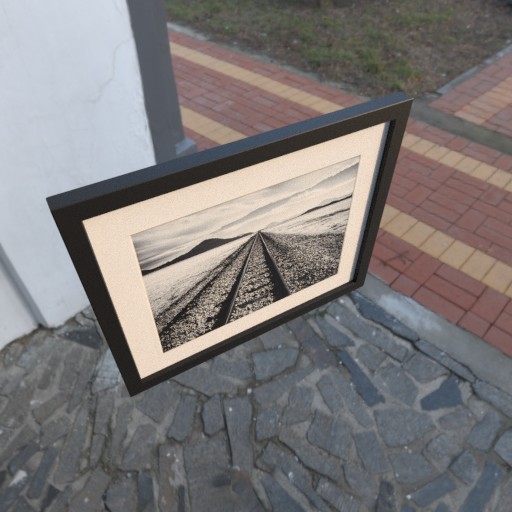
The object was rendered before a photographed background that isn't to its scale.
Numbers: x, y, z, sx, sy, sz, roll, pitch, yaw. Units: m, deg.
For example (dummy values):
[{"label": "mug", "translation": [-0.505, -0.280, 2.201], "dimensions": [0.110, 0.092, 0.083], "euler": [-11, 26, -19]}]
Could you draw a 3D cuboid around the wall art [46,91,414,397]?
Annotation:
[{"label": "wall art", "translation": [0.000, 0.000, 0.777], "dimensions": [0.559, 0.458, 0.029], "euler": [-22, 50, -20]}]
